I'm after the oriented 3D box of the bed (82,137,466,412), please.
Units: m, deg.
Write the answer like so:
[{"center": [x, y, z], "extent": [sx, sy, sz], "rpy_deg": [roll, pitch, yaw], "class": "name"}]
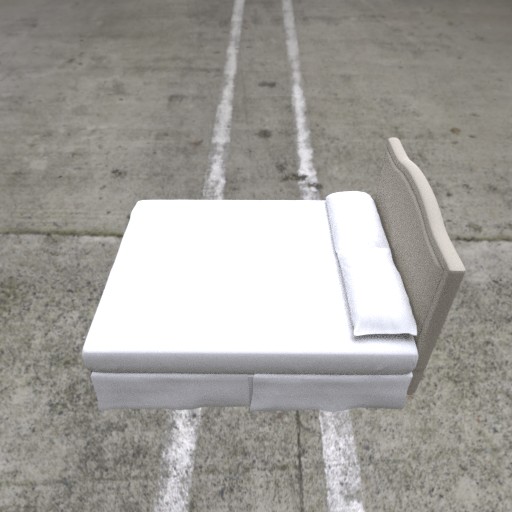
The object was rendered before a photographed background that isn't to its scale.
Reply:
[{"center": [0.000, 0.000, 3.634], "extent": [2.477, 1.437, 1.977], "rpy_deg": [0, 41, 0], "class": "bed"}]
